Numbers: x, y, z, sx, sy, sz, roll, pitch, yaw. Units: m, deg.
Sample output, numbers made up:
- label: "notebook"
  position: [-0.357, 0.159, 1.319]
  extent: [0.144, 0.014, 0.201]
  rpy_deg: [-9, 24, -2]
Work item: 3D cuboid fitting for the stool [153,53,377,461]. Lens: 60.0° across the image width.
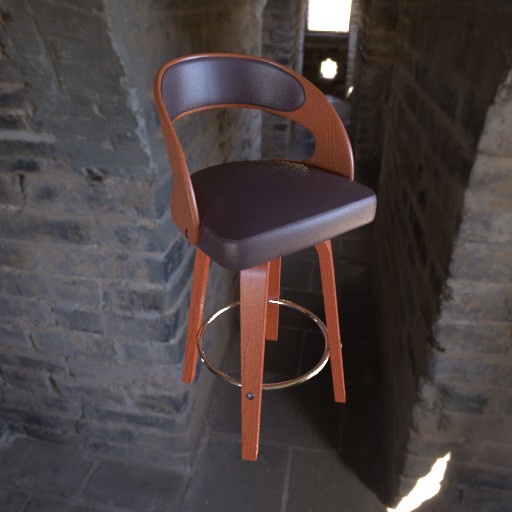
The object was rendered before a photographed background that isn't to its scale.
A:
- label: "stool"
  position: [0.000, 0.000, 1.167]
  extent: [0.457, 0.940, 0.457]
  rpy_deg: [-20, 36, -30]
